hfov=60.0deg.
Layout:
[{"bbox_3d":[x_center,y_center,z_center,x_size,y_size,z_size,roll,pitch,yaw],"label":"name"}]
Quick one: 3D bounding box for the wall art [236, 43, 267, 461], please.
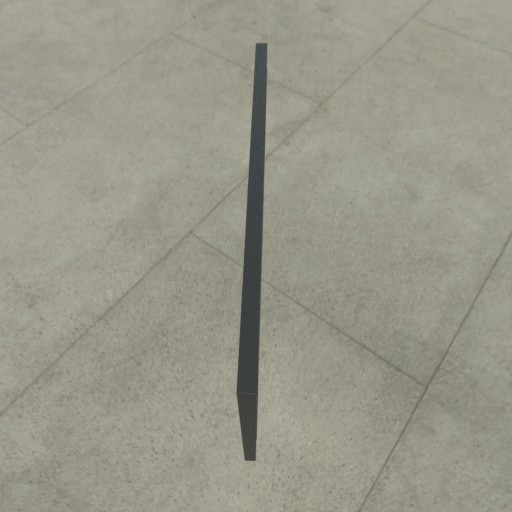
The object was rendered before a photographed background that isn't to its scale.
[{"bbox_3d":[0.000,0.000,0.561,0.016,0.306,0.432,2,57,1],"label":"wall art"}]
